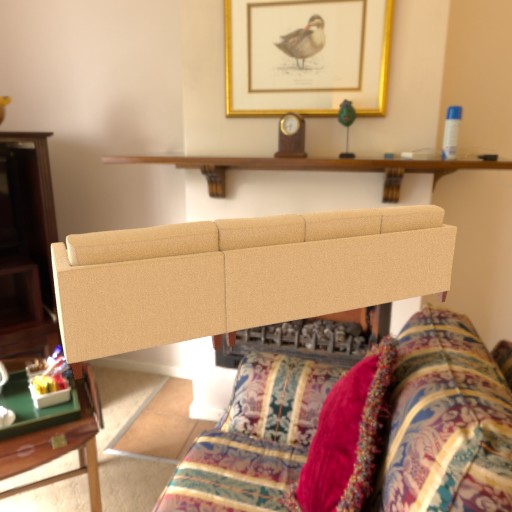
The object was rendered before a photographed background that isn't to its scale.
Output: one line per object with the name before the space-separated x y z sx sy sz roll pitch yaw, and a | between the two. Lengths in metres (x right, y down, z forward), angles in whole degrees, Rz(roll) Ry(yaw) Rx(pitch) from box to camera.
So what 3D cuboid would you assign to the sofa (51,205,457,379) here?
sofa | 0.000 0.000 4.155 3.471 0.954 1.599 -7 16 -25
